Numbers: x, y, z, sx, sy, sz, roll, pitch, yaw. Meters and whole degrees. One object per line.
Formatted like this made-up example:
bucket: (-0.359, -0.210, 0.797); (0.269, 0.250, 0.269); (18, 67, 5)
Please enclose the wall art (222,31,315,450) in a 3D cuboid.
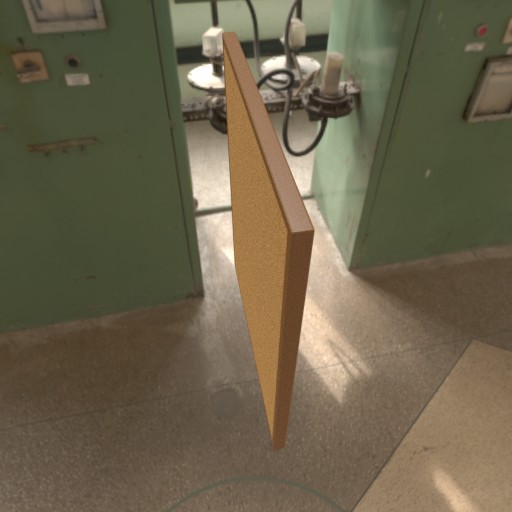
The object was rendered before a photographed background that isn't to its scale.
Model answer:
wall art: (0.000, 0.000, 0.743); (0.021, 0.550, 0.449); (-8, 48, -7)
